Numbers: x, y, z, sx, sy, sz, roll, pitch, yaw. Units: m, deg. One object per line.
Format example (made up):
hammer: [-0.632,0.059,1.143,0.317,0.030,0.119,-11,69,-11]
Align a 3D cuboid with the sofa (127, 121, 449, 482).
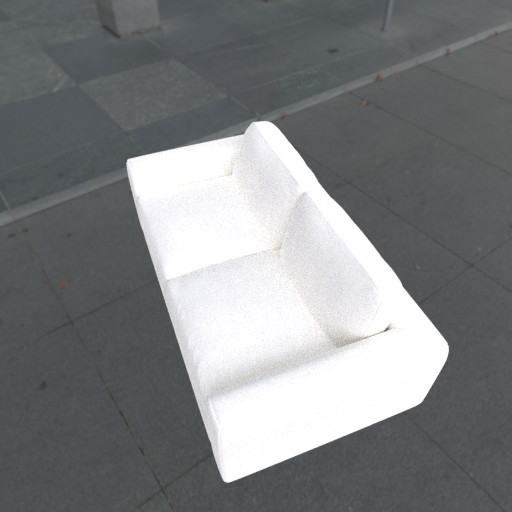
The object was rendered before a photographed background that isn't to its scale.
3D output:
sofa: [0.000,0.000,2.456,1.069,0.801,1.920,-16,48,-15]
